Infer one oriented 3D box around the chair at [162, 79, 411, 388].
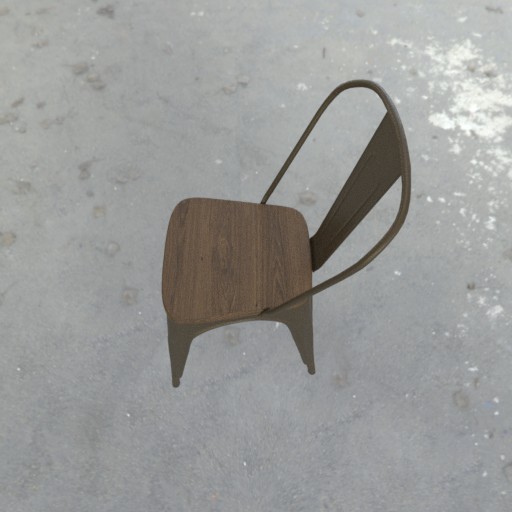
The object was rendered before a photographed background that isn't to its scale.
[{"bbox_3d":[0.000,0.000,1.146,0.532,0.844,0.451,-1,59,0],"label":"chair"}]
